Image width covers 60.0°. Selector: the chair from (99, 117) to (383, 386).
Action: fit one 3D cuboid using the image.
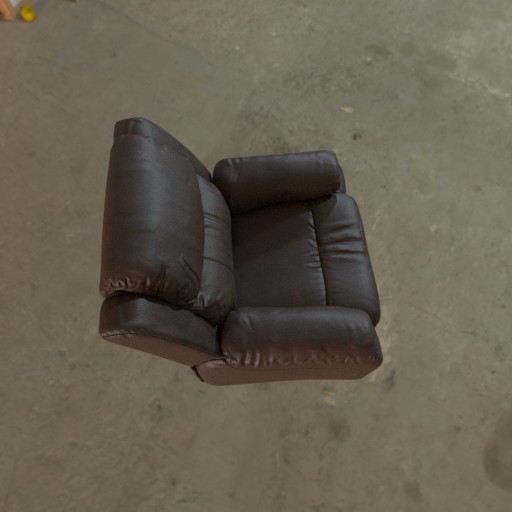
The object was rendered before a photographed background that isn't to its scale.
[{"bbox_3d":[0.000,0.000,1.284,0.707,0.702,0.680,-4,63,-2],"label":"chair"}]
